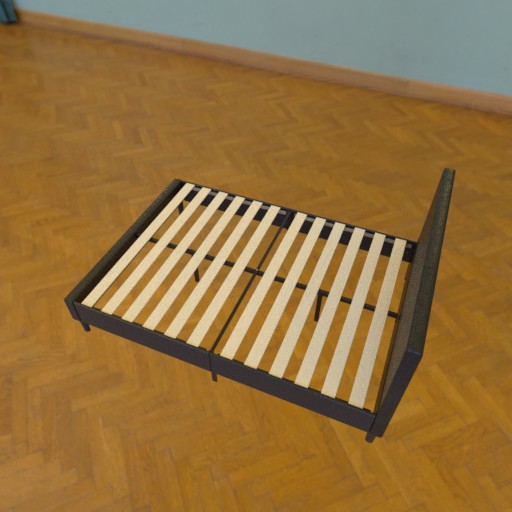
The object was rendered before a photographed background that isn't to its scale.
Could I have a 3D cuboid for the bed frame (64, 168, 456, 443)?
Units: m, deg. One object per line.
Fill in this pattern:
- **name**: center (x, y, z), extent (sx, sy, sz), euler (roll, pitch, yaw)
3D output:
- **bed frame**: center (0.000, 0.000, 3.009), extent (2.152, 1.046, 1.469), euler (17, 48, 16)
